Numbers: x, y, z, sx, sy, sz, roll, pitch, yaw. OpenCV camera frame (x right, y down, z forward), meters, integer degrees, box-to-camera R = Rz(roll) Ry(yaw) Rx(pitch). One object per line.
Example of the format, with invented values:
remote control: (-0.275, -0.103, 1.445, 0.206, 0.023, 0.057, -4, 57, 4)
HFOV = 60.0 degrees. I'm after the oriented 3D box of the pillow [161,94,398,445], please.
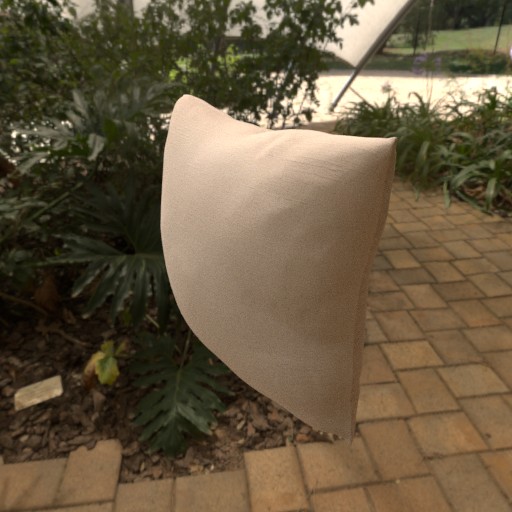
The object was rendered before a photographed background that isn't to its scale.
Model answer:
pillow: (0.000, 0.000, 0.708, 0.245, 0.448, 0.450, -18, 32, -32)
